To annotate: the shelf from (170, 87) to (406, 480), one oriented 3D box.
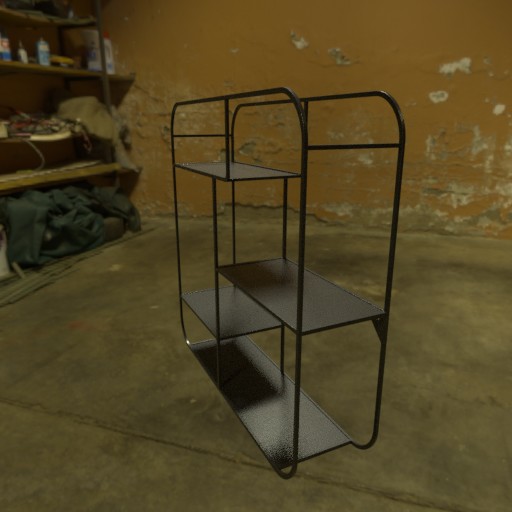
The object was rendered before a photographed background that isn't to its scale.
[{"bbox_3d":[0.000,0.000,0.892,0.160,0.600,0.600,-8,18,-25],"label":"shelf"}]
